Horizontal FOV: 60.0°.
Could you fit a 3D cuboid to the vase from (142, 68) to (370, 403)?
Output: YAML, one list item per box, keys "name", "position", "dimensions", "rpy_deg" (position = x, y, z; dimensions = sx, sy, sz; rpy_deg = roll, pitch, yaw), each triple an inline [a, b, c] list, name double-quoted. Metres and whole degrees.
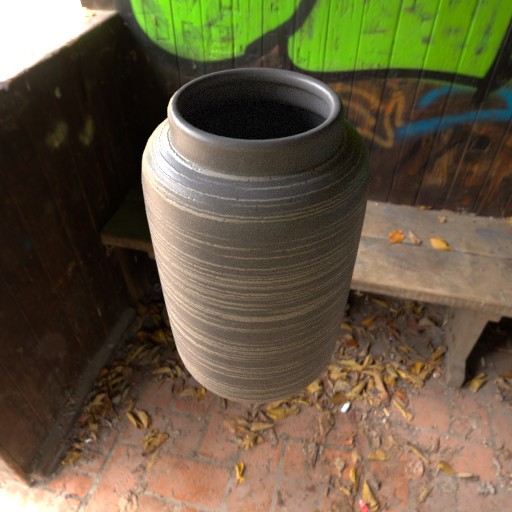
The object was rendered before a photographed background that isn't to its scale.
- name: "vase"
  position: [0.000, 0.000, 0.683]
  dimensions: [0.297, 0.499, 0.297]
  rpy_deg: [0, 44, 0]
